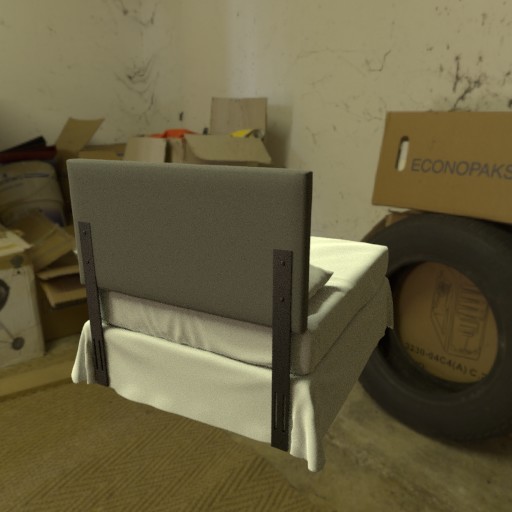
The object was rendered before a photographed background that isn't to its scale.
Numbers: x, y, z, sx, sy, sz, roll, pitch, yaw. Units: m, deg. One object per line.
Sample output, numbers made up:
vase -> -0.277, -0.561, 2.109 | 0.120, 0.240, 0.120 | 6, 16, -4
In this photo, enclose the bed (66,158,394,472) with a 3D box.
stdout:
bed -> 0.000, 0.000, 3.490 | 1.936, 1.577, 2.222 | 9, 18, 27
